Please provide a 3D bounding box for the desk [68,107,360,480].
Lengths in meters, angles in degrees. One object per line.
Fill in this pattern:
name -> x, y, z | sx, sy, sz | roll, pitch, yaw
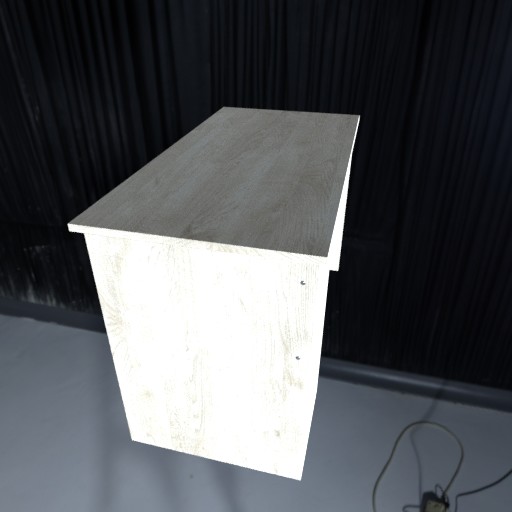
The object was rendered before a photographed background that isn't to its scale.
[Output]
desk -> 0.000, 0.000, 1.539 | 0.560, 0.730, 1.096 | 8, 32, 12
